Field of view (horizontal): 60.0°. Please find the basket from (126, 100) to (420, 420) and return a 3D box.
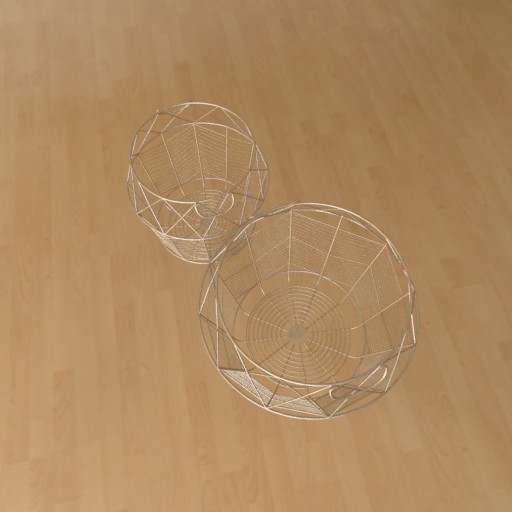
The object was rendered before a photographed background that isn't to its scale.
[{"bbox_3d":[0.000,0.000,1.035,0.451,0.343,0.805,-34,69,-15],"label":"basket"}]
